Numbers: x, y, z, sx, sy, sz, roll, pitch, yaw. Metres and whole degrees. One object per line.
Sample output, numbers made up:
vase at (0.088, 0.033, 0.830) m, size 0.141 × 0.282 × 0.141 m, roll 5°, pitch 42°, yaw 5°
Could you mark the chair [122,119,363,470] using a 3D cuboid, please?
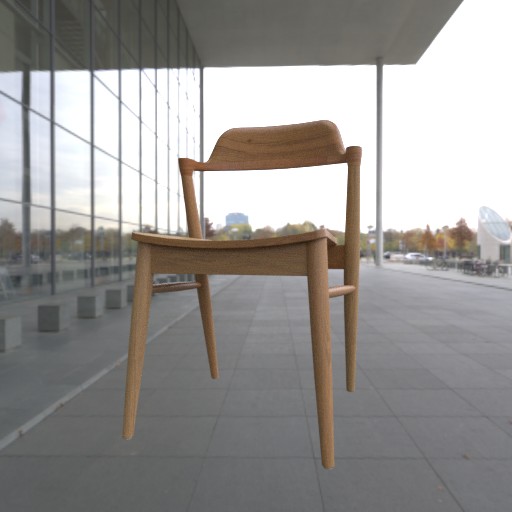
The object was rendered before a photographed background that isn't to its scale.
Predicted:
chair at (0.000, 0.000, 1.124) m, size 0.512 × 0.792 × 0.499 m, roll 0°, pitch 1°, yaw 18°
